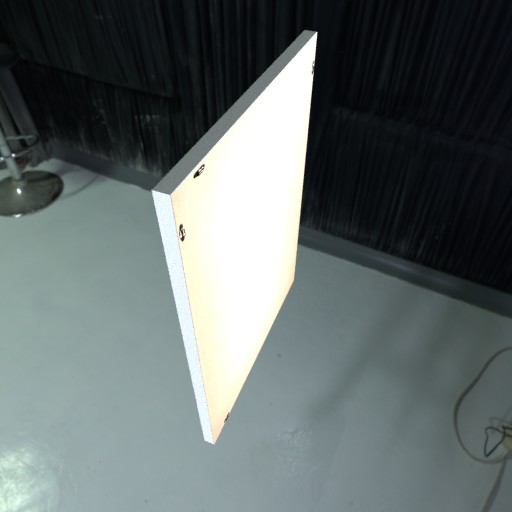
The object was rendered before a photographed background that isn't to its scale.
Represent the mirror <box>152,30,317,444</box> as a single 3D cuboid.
[{"bbox_3d":[0.000,0.000,1.314,0.040,1.016,0.762,17,48,16],"label":"mirror"}]
